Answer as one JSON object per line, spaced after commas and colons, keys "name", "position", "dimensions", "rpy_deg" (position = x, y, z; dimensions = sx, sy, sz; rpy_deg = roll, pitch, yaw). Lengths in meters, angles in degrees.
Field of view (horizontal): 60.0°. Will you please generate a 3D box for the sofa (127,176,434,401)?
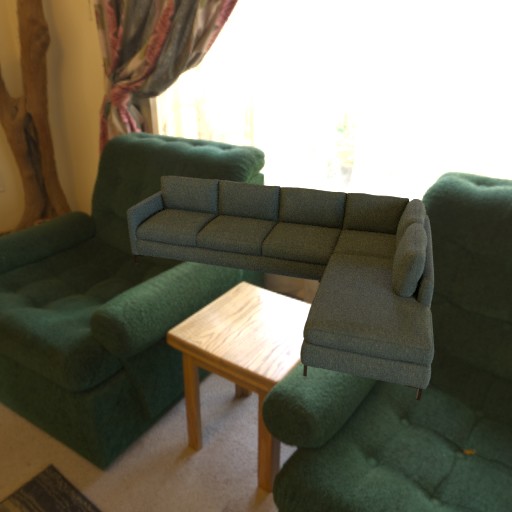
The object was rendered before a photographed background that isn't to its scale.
{"name": "sofa", "position": [0.000, 0.000, 3.948], "dimensions": [2.949, 0.815, 2.007], "rpy_deg": [8, 26, 16]}
